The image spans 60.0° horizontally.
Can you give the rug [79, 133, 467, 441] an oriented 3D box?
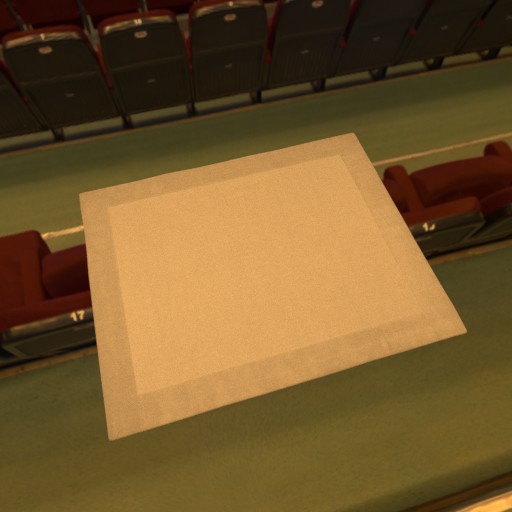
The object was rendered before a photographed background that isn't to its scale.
[{"bbox_3d":[0.000,0.000,4.060,2.976,0.018,2.430,-14,60,-9],"label":"rug"}]
